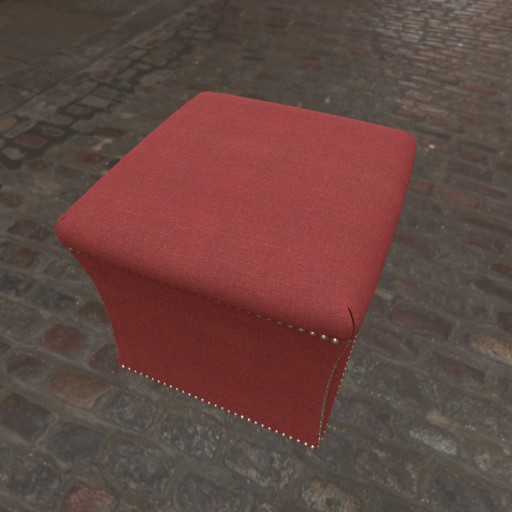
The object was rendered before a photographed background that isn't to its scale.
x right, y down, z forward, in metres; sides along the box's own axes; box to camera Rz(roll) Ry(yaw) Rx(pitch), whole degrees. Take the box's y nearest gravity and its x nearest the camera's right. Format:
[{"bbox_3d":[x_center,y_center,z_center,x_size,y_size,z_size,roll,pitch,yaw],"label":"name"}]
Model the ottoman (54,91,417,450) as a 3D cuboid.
[{"bbox_3d":[0.000,0.000,0.911,0.497,0.475,0.507,17,48,16],"label":"ottoman"}]
